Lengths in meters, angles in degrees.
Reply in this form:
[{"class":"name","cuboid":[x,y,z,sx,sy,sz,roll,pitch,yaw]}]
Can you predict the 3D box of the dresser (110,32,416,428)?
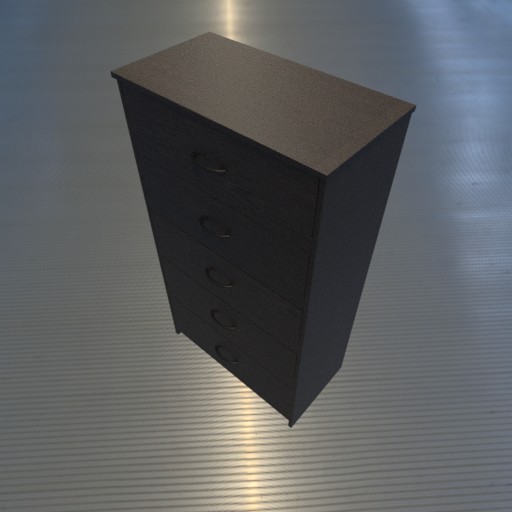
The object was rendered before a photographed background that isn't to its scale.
[{"class":"dresser","cuboid":[0.000,0.000,1.581,0.704,1.254,0.418,32,55,27]}]
